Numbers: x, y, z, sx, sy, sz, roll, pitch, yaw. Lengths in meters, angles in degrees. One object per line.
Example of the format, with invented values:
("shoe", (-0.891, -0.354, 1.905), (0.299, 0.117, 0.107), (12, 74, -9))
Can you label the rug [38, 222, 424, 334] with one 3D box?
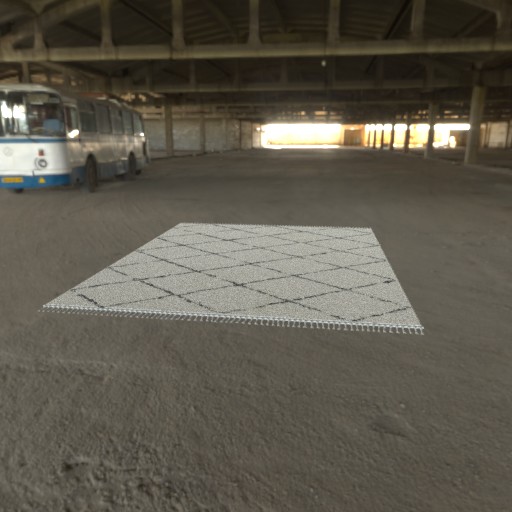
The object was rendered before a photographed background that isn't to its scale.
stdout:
("rug", (0.000, 0.000, 4.095), (2.380, 0.013, 3.051), (2, 15, 8))
